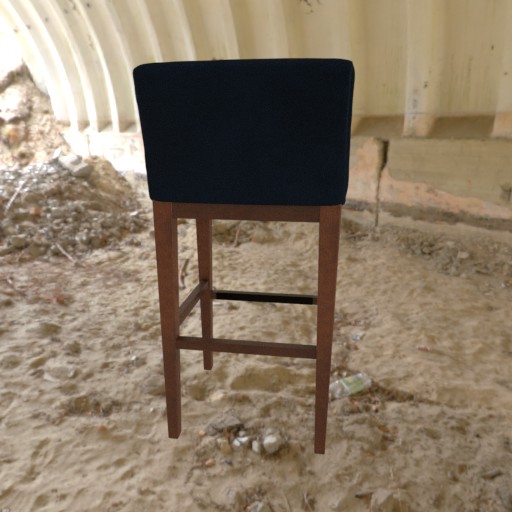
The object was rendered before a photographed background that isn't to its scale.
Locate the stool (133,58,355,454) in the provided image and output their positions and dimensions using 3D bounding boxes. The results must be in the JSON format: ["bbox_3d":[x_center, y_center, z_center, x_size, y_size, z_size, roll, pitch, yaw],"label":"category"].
[{"bbox_3d":[0.000,0.000,1.334,0.511,1.037,0.500,2,16,8],"label":"stool"}]
